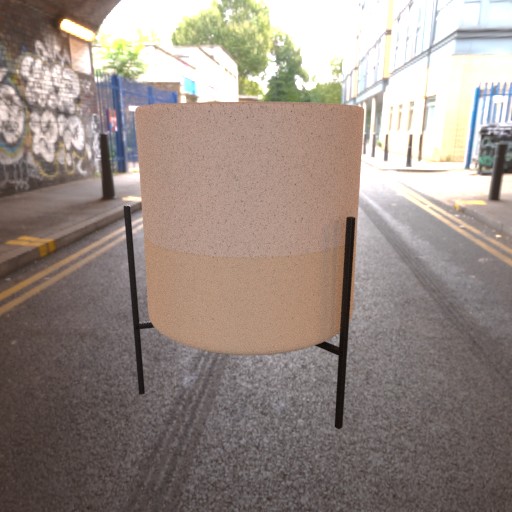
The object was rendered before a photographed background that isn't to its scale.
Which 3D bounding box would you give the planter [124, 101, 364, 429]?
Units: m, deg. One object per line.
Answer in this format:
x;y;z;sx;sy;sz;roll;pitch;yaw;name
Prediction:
0.000;0.000;0.664;0.313;0.423;0.335;-15;22;-43;planter
